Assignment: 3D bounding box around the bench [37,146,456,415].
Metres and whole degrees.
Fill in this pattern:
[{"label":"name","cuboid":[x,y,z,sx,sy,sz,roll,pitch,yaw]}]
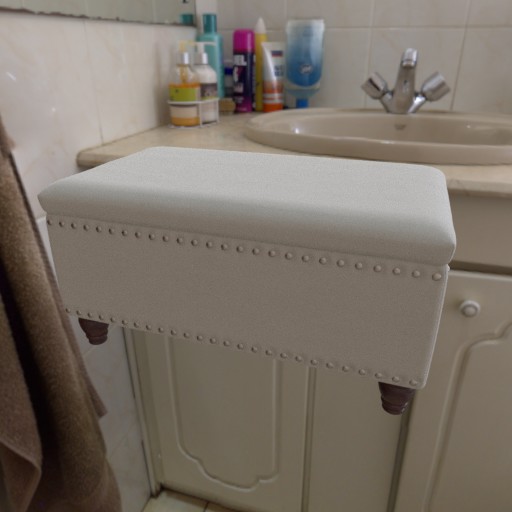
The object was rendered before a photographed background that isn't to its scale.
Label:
[{"label":"bench","cuboid":[0.000,0.000,1.167,0.887,0.449,0.500,8,26,17]}]
